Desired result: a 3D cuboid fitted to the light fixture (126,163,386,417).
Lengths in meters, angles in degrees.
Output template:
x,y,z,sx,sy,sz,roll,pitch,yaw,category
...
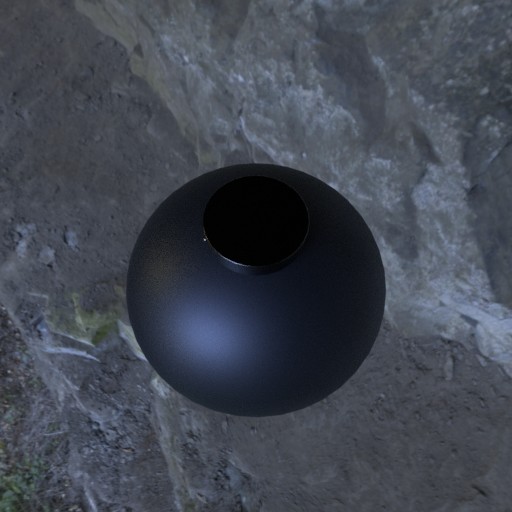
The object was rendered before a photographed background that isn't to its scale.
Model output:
x,y,z,sx,sy,sz,roll,pitch,yaw,category
0.000,0.000,0.544,0.355,0.177,0.355,0,64,0,light fixture
